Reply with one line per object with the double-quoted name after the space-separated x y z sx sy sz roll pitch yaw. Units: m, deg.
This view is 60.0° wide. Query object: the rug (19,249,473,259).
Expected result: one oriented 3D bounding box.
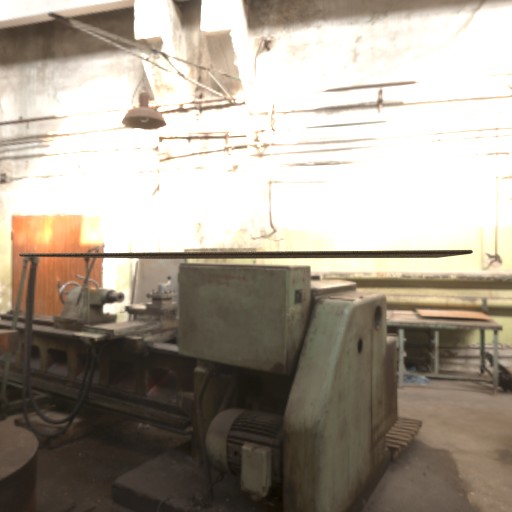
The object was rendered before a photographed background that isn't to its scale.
0.000 0.000 2.150 1.748 0.014 1.144 0 -1 18 "rug"
